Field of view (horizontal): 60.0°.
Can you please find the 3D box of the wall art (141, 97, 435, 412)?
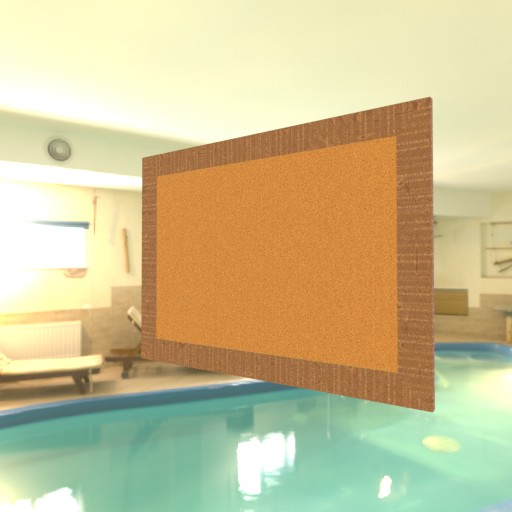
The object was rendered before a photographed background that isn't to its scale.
[{"bbox_3d":[0.000,0.000,1.382,1.056,0.761,0.020,-1,-1,36],"label":"wall art"}]
